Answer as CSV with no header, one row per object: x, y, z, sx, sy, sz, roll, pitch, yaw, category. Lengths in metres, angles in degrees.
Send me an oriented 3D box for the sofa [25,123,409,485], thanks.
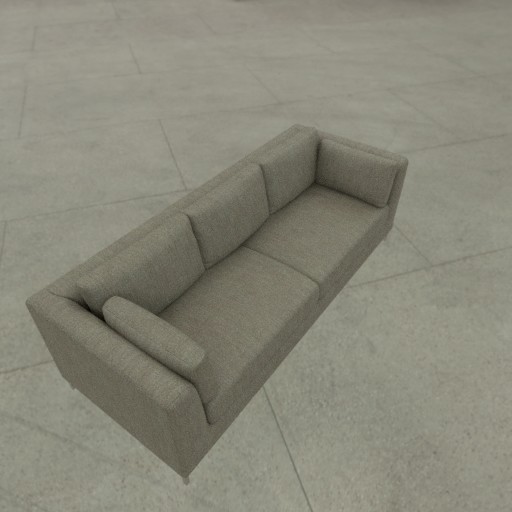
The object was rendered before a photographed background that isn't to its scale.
0.000,0.000,2.826,0.969,0.867,2.415,26,47,26,sofa
